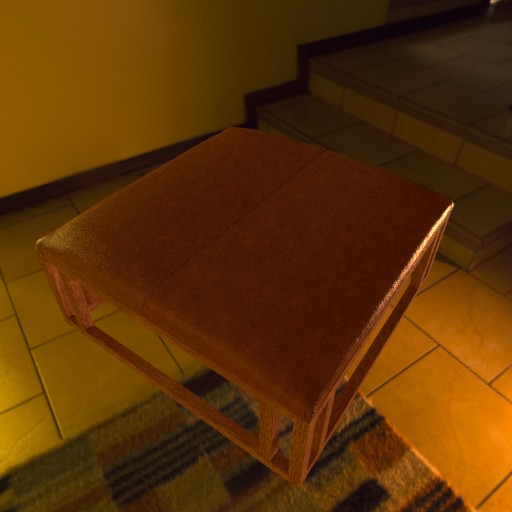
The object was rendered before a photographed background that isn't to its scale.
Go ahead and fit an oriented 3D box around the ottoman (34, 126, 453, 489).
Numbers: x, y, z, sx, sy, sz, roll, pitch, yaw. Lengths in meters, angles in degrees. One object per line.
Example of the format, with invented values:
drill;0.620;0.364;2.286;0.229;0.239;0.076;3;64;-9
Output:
ottoman;0.000;0.000;1.582;1.013;0.442;1.016;25;48;26
